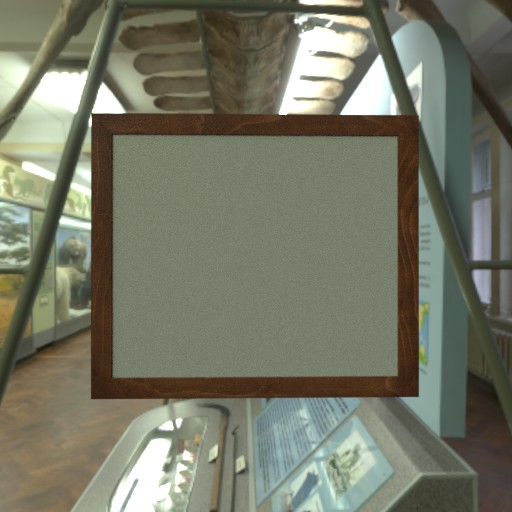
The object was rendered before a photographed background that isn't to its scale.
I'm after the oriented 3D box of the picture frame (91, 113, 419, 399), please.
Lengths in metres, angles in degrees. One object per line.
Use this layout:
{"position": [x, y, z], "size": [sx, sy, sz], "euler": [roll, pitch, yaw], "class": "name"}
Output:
{"position": [0.000, 0.000, 0.527], "size": [0.381, 0.330, 0.025], "euler": [0, 0, -1], "class": "picture frame"}
